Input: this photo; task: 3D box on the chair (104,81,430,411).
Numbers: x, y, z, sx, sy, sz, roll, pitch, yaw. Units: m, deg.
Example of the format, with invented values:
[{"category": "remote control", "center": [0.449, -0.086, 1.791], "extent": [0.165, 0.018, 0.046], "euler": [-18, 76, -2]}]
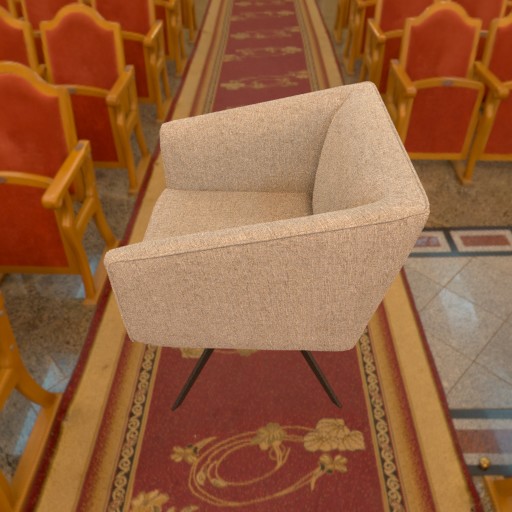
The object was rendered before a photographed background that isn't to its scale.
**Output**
[{"category": "chair", "center": [0.000, 0.000, 1.237], "extent": [0.623, 0.760, 0.628], "euler": [1, 42, 1]}]
